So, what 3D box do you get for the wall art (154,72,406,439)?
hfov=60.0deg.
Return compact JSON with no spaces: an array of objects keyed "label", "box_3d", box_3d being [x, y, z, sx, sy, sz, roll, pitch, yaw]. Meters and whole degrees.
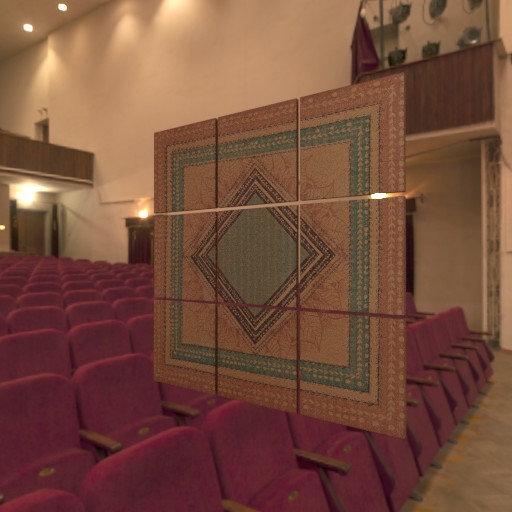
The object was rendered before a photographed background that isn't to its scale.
[{"label":"wall art","box_3d":[0.000,0.000,1.374,0.915,0.914,0.013,0,-1,35]}]
